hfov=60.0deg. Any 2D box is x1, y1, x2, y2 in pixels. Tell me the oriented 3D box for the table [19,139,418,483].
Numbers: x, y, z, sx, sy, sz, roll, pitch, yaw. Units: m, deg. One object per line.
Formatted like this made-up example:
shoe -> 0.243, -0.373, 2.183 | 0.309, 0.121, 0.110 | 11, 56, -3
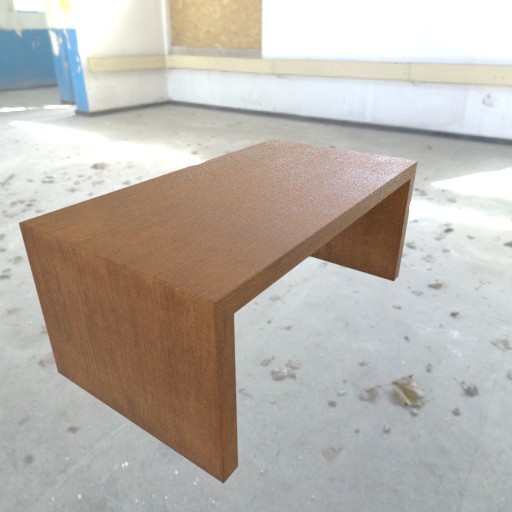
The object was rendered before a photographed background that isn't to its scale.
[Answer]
table -> 0.000, 0.000, 1.273 | 0.549, 0.419, 1.000 | 18, 32, 31
